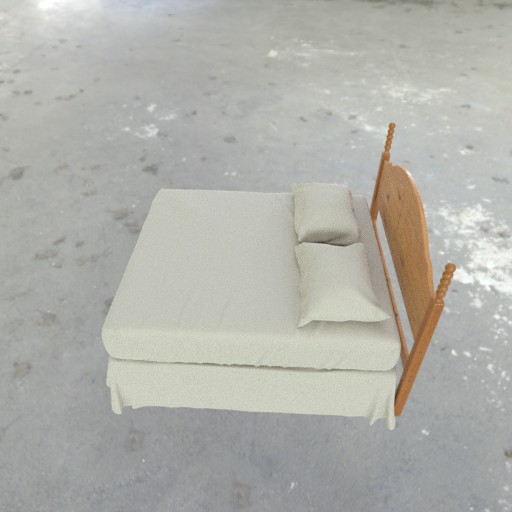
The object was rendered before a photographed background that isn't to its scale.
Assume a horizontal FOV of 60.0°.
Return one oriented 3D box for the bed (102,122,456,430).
[{"bbox_3d":[0.000,0.000,3.204,2.040,1.356,1.873,2,41,2],"label":"bed"}]
